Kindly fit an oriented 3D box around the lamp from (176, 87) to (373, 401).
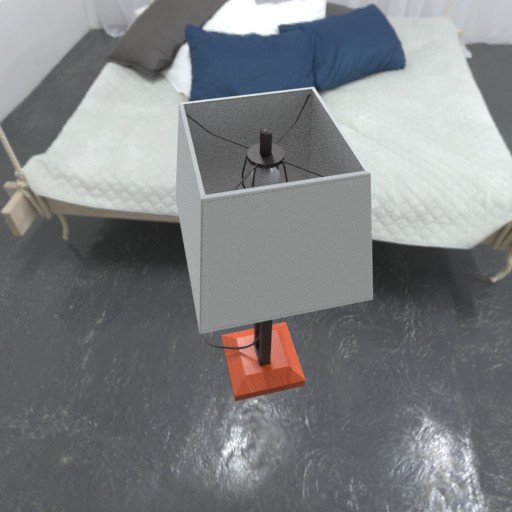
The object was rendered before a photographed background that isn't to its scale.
[{"bbox_3d":[0.000,0.000,1.005,0.310,0.737,0.498,-10,49,-9],"label":"lamp"}]
